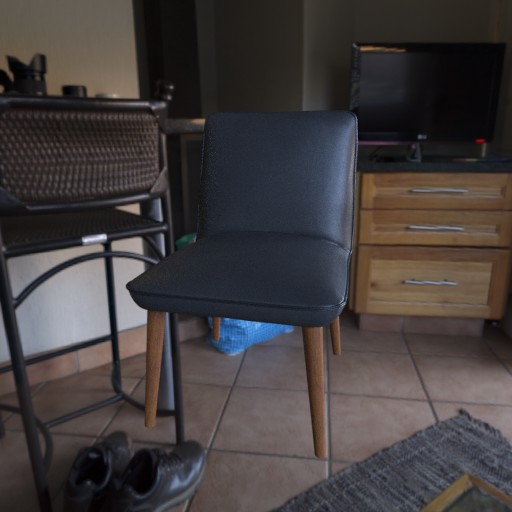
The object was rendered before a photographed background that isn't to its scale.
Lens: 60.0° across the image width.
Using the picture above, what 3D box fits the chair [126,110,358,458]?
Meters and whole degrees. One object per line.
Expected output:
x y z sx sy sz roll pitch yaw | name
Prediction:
0.000 0.000 1.235 0.543 0.801 0.645 3 15 10 | chair
